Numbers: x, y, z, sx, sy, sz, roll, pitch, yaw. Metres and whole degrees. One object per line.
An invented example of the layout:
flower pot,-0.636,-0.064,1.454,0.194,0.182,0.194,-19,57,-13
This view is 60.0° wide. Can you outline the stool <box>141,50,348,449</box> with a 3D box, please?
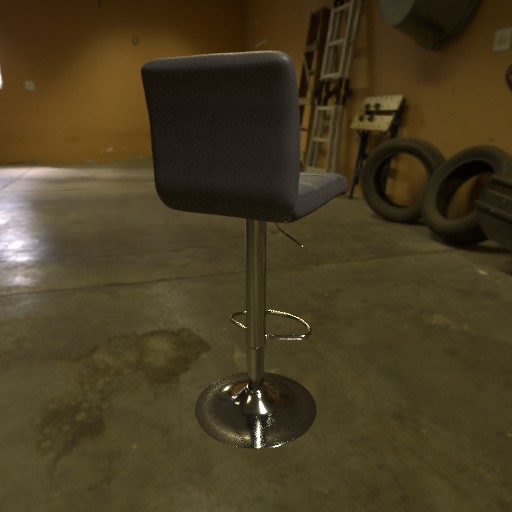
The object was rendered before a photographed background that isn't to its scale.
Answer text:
stool,0.000,0.000,1.392,0.430,1.115,0.505,9,20,27
